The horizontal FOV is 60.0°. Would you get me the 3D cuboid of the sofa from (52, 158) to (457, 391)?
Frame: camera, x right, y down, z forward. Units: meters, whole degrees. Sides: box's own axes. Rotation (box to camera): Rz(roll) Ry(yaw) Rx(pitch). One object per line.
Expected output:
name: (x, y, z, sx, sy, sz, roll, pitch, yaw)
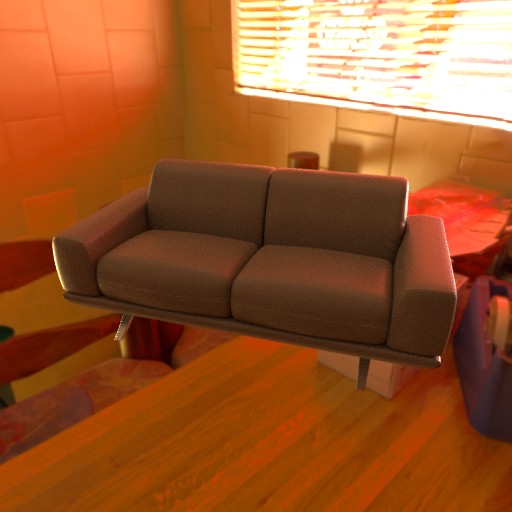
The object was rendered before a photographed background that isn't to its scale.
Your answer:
sofa: (0.000, 0.000, 2.381, 1.901, 0.772, 0.900, 8, 27, 15)
